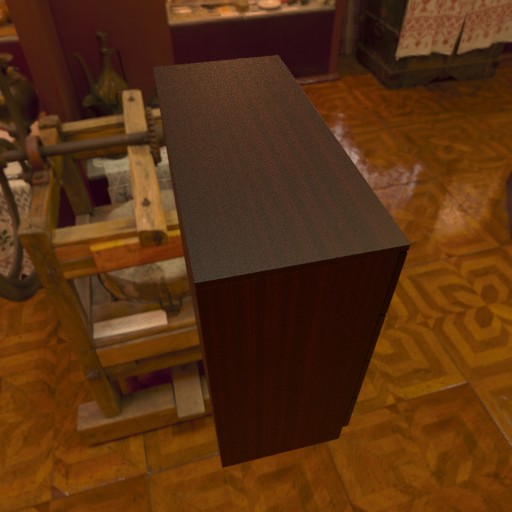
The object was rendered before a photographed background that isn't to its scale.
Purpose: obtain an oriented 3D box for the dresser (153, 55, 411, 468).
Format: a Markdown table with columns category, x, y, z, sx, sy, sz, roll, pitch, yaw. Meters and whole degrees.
| category | x | y | z | sx | sy | sz | roll | pitch | yaw |
| --- | --- | --- | --- | --- | --- | --- | --- | --- | --- |
| dresser | 0.000 | 0.000 | 1.162 | 0.360 | 0.720 | 0.750 | -10 | 46 | -10 |
